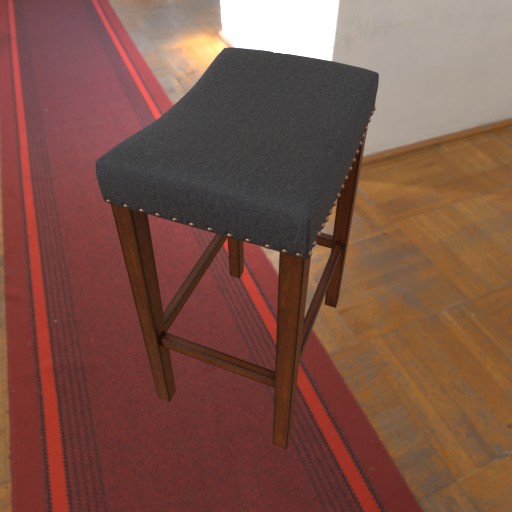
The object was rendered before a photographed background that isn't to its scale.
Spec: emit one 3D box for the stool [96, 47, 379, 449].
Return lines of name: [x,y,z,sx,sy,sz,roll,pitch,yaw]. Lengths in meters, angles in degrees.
stool: [0.000,0.000,1.030,0.366,0.760,0.502,16,48,15]
